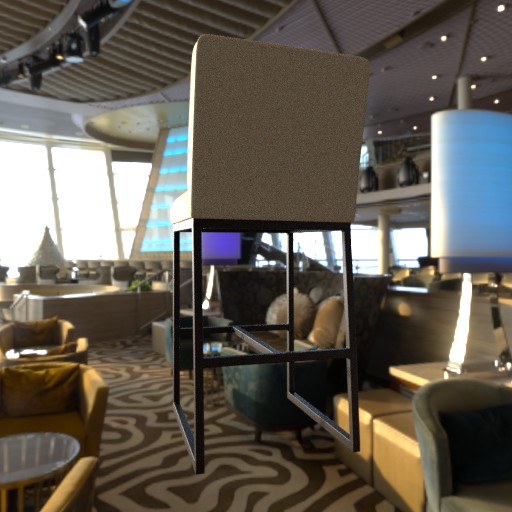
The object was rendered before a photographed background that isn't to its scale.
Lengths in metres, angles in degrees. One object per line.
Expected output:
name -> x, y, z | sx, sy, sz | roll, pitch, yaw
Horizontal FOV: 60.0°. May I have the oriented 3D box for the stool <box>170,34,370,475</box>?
stool -> 0.000, 0.000, 1.337 | 0.460, 1.040, 0.560 | 0, -1, -17
